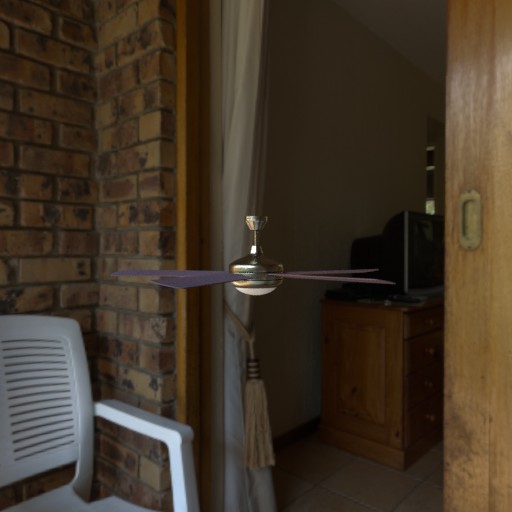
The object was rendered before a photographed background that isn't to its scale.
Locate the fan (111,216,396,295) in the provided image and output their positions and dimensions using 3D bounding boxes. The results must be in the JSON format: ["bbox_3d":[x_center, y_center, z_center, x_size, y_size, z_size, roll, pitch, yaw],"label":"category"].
[{"bbox_3d":[0.000,0.000,2.017,1.321,0.356,1.321,1,1,36],"label":"fan"}]
